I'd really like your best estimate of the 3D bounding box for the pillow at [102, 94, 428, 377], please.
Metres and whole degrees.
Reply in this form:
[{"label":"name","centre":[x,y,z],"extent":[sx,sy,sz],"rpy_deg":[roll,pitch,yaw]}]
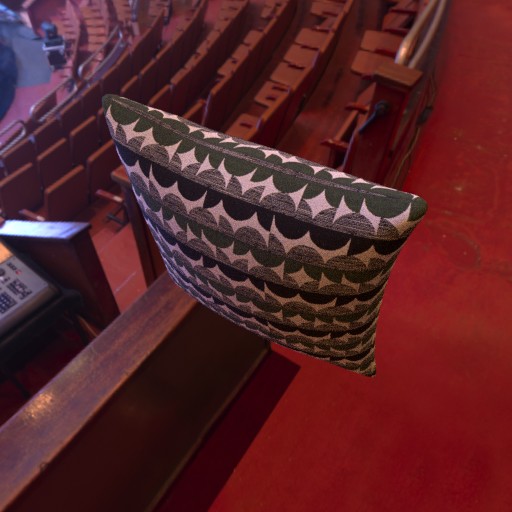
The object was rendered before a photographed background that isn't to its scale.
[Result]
[{"label":"pillow","centre":[0.000,0.000,0.639],"extent":[0.419,0.404,0.180],"rpy_deg":[24,51,21]}]
